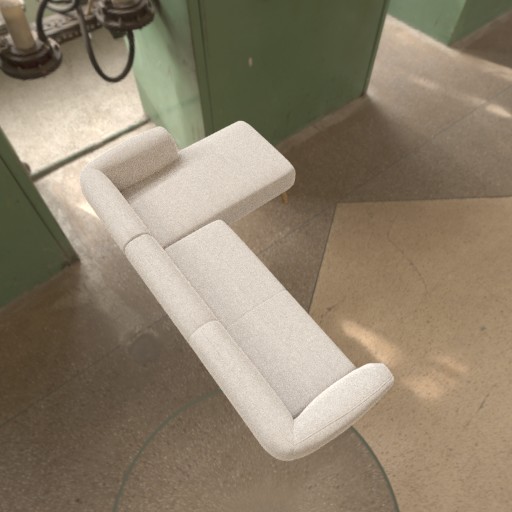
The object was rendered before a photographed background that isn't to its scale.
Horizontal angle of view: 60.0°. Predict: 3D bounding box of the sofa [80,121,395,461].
[{"bbox_3d":[0.000,0.000,3.346,1.610,0.730,2.660,-33,64,-19],"label":"sofa"}]
